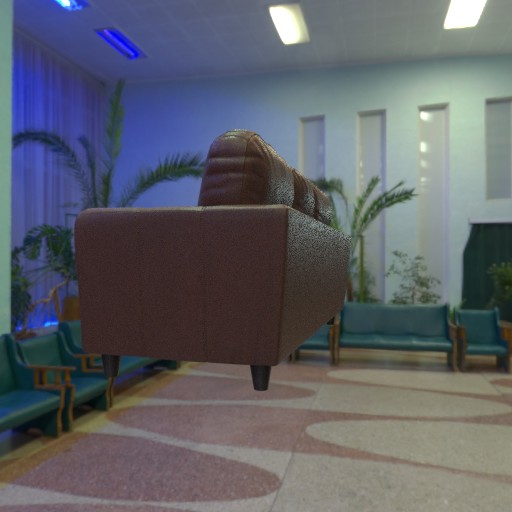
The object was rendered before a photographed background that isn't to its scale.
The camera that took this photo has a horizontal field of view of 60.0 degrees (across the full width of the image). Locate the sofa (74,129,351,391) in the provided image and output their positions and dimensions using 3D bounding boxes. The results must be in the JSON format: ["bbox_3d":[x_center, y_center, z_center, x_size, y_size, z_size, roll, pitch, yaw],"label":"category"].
[{"bbox_3d":[0.000,0.000,2.338,0.802,0.915,1.862,0,0,18],"label":"sofa"}]
